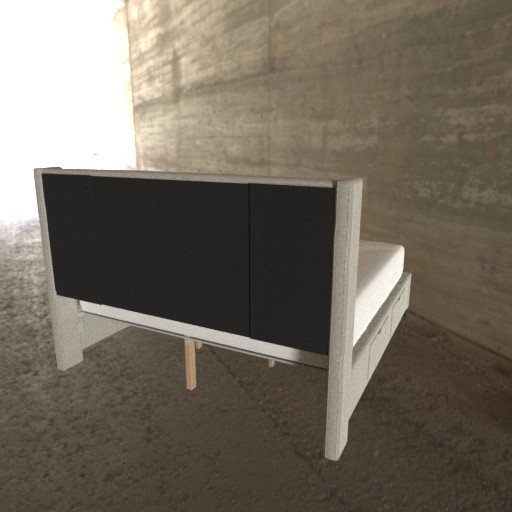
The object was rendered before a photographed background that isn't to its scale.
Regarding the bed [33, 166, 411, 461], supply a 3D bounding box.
[{"bbox_3d":[0.000,0.000,3.590,2.140,1.470,2.280,7,16,26],"label":"bed"}]
